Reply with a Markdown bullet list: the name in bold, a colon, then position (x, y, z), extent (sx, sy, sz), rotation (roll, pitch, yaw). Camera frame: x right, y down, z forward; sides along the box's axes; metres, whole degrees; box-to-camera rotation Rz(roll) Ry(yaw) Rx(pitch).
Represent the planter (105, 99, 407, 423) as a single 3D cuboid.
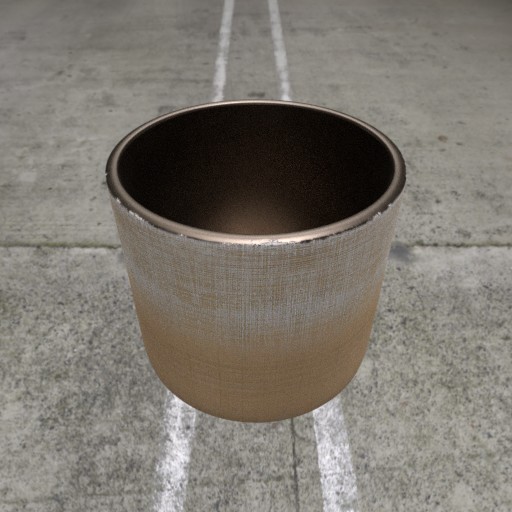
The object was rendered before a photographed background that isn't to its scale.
- **planter**: position (0.000, 0.000, 0.391), extent (0.221, 0.201, 0.221), rotation (0, 40, 0)
